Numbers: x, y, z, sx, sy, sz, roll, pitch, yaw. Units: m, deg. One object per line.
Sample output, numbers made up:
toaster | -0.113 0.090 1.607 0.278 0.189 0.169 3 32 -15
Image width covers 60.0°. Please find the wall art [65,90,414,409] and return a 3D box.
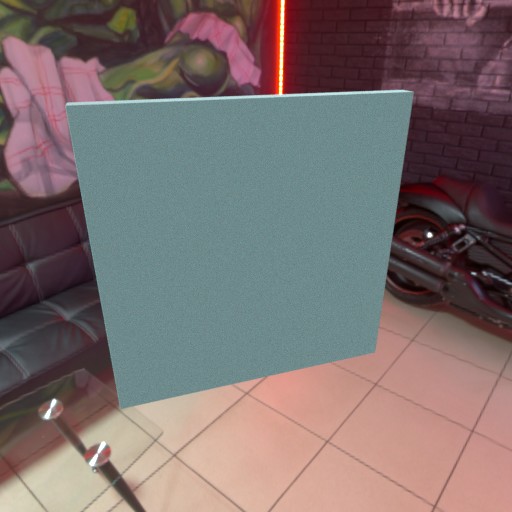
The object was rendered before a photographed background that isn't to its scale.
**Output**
wall art | 0.000 0.000 0.885 0.603 0.603 0.036 -8 27 -16
